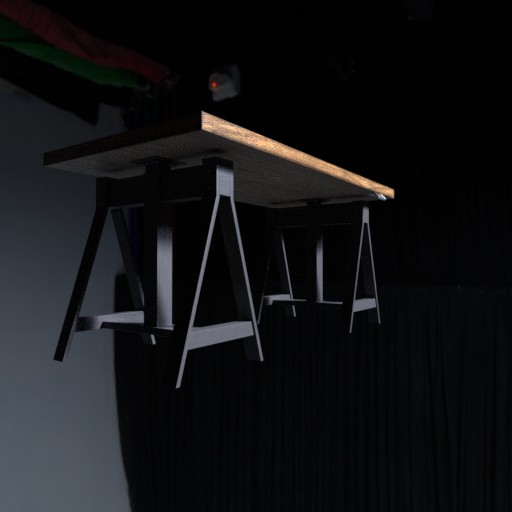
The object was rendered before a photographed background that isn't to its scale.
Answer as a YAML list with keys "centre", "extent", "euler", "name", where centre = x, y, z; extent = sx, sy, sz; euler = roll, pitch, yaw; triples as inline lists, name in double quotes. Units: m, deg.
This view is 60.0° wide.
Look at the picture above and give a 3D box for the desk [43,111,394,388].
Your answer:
- centre: [0.000, 0.000, 1.976]
  extent: [0.784, 0.725, 1.543]
  euler: [-1, -1, 35]
  name: "desk"
